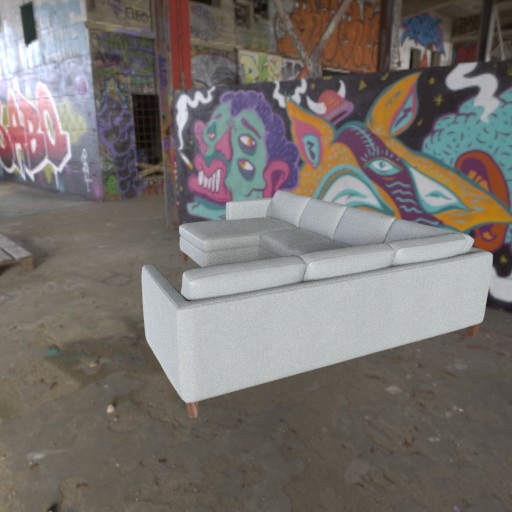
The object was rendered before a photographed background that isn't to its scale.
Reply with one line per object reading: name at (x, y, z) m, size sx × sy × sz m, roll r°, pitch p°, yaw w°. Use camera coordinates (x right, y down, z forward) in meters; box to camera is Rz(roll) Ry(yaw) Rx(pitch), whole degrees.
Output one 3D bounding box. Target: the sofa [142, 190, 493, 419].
sofa at (0.000, 0.000, 4.319) m, size 2.551 × 0.853 × 3.238 m, roll -8°, pitch 18°, yaw -25°
